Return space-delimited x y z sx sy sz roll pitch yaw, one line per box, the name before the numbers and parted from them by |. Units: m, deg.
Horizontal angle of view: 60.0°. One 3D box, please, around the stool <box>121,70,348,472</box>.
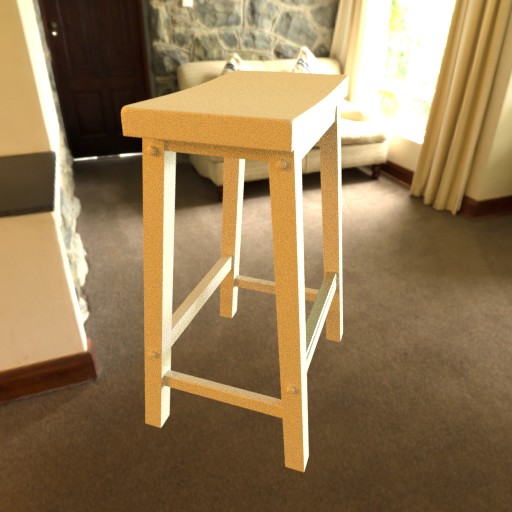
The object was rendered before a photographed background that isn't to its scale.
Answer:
stool | 0.000 0.000 0.849 0.322 0.610 0.406 10 31 17
